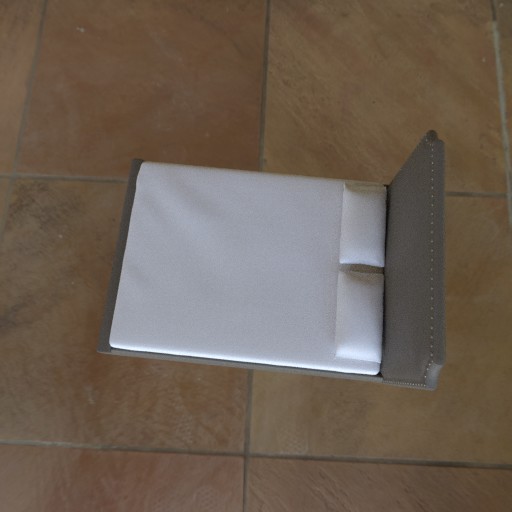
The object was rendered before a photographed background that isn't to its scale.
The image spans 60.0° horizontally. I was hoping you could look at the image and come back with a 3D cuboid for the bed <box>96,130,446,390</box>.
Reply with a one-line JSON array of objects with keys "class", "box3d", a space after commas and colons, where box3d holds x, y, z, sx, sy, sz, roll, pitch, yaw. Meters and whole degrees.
[{"class": "bed", "box3d": [0.000, 0.000, 3.412, 2.372, 1.443, 1.712, 6, 76, 1]}]
